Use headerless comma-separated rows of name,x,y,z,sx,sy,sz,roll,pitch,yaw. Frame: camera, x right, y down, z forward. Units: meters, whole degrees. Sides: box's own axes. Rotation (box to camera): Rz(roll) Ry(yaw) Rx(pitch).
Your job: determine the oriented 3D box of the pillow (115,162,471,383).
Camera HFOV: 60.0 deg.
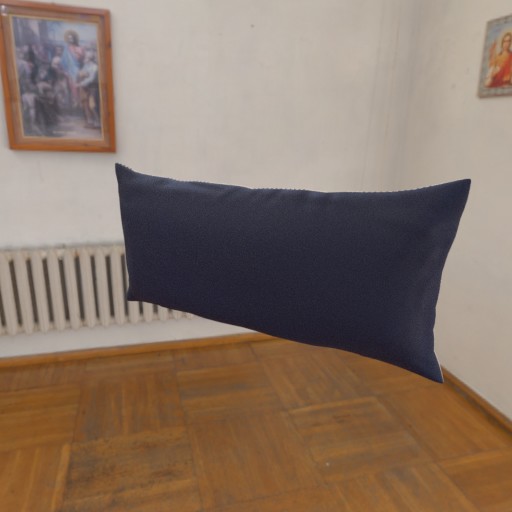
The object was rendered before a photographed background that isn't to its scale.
pillow,0.000,0.000,0.729,0.610,0.287,0.151,9,19,28
